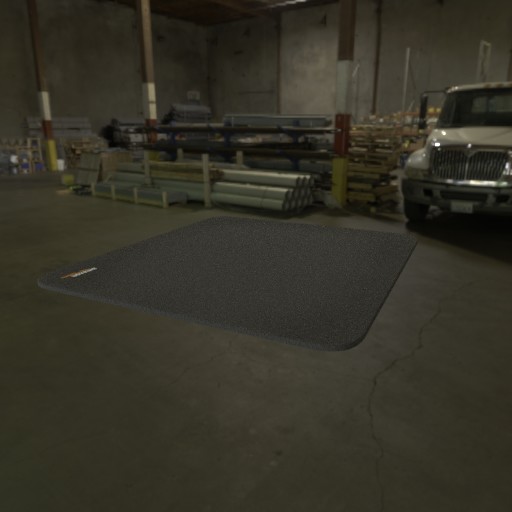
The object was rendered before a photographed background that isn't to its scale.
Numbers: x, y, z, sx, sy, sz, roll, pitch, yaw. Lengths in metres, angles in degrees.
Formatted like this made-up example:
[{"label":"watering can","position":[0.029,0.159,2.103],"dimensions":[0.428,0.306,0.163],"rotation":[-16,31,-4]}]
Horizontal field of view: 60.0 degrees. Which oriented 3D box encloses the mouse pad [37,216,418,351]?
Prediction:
[{"label":"mouse pad","position":[0.000,0.000,0.326],"dimensions":[0.203,0.003,0.229],"rotation":[8,18,25]}]
